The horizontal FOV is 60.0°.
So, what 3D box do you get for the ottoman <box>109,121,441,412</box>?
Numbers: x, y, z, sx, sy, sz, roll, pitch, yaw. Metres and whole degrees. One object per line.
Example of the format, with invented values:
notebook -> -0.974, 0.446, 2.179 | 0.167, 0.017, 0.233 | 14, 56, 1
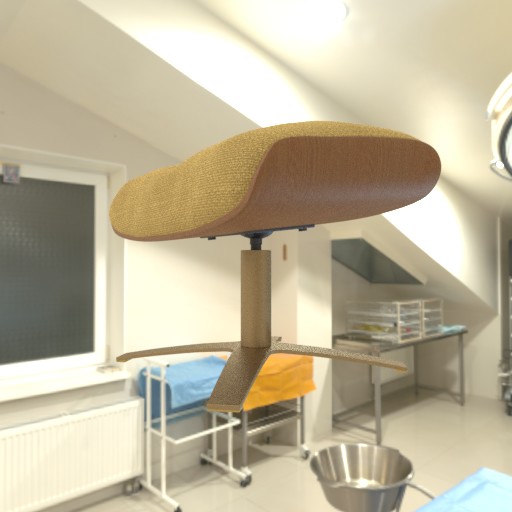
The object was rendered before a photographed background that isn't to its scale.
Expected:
ottoman -> 0.000, 0.000, 0.801 | 0.394, 0.391, 0.520 | 1, -1, -36
